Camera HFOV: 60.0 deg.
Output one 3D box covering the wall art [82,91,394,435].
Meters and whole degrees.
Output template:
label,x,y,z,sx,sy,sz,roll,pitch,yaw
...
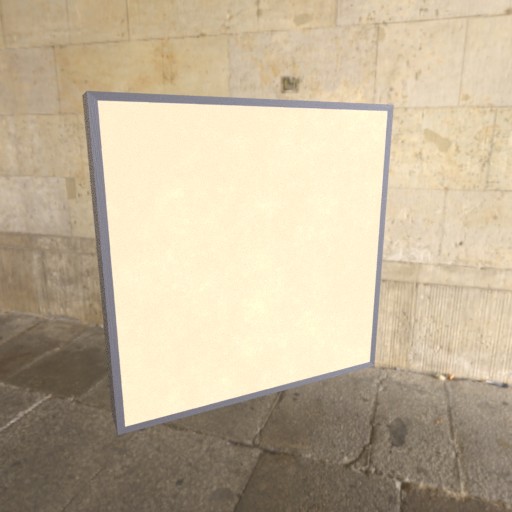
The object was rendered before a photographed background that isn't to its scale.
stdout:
label,x,y,z,sx,sy,sz,roll,pitch,yaw
wall art,0.000,0.000,0.452,0.302,0.300,0.036,-7,16,-25
